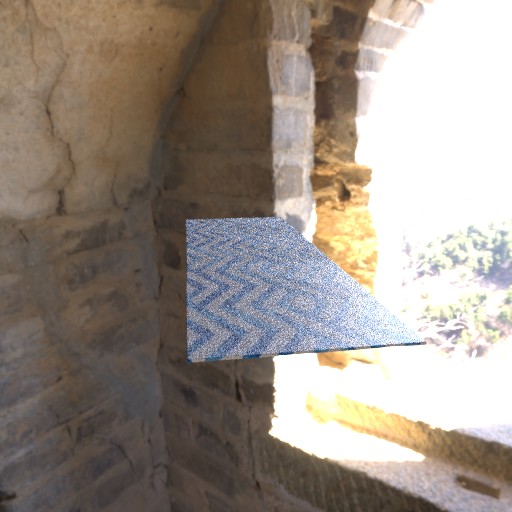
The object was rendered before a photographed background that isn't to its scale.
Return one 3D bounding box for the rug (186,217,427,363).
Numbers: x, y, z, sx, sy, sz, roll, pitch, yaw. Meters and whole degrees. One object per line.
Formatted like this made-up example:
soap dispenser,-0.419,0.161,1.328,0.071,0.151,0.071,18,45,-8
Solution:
rug,0.000,0.000,1.607,0.503,0.007,1.492,-2,15,-8
